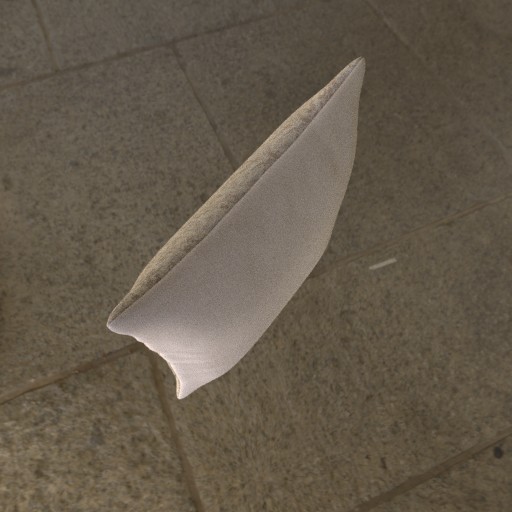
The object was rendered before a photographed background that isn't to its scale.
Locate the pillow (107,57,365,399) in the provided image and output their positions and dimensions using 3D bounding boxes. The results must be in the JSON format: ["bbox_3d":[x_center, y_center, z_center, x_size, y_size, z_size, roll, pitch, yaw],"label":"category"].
[{"bbox_3d":[0.000,0.000,0.783,0.166,0.510,0.523,34,68,16],"label":"pillow"}]
